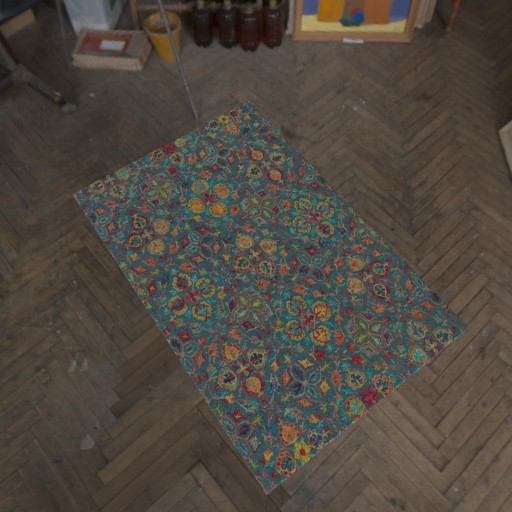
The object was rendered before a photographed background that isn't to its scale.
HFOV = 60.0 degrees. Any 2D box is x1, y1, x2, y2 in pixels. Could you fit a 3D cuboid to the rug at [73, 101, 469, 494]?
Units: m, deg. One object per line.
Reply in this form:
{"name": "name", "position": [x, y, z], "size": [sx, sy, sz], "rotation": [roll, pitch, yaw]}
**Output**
{"name": "rug", "position": [0.000, 0.000, 2.314], "size": [1.216, 0.014, 1.836], "rotation": [-33, 68, -15]}
